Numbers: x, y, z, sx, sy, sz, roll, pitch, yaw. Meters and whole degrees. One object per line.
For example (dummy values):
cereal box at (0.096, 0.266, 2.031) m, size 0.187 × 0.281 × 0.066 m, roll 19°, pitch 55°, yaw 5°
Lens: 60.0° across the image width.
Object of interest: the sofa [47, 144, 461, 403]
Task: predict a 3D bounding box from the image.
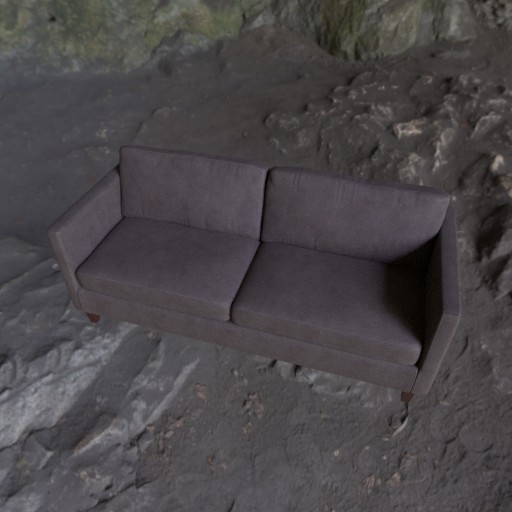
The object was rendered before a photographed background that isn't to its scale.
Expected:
sofa at (0.000, 0.000, 2.711) m, size 2.208 × 0.965 × 0.951 m, roll 11°, pitch 42°, yaw 13°
